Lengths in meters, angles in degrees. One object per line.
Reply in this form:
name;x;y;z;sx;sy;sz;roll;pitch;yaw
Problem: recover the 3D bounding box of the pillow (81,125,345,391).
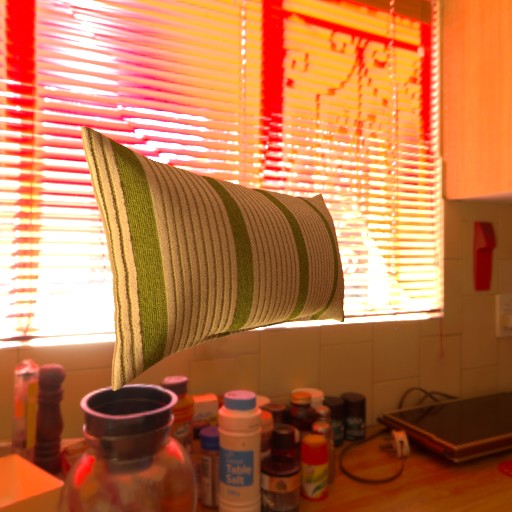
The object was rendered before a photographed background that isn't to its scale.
pillow;0.000;0.000;0.735;0.156;0.292;0.608;0;-1;35
